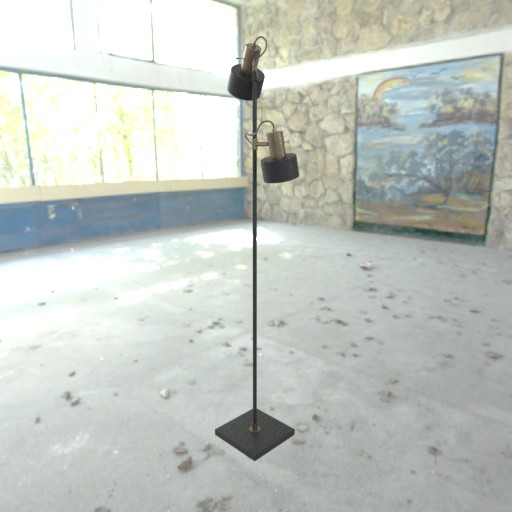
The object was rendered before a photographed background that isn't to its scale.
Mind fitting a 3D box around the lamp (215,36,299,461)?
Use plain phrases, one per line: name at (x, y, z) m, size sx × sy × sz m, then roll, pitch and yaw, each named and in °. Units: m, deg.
lamp at (0.000, 0.000, 1.650) m, size 0.315 × 1.505 × 0.233 m, roll 12°, pitch 17°, yaw 44°
